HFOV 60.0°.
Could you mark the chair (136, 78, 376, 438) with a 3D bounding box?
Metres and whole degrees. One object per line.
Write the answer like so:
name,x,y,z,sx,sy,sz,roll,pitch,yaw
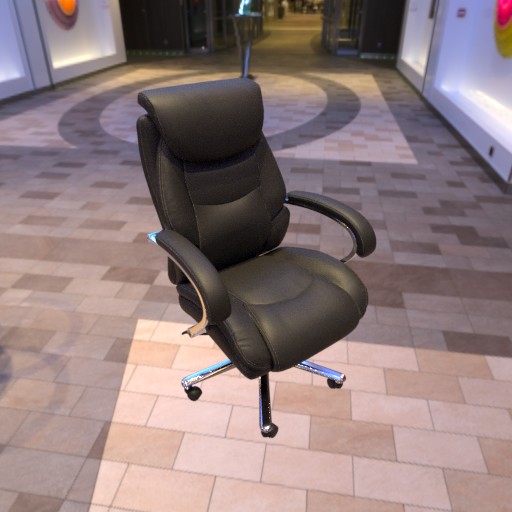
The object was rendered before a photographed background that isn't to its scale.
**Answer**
chair,0.000,0.000,1.719,0.755,1.183,0.790,-21,36,-32
